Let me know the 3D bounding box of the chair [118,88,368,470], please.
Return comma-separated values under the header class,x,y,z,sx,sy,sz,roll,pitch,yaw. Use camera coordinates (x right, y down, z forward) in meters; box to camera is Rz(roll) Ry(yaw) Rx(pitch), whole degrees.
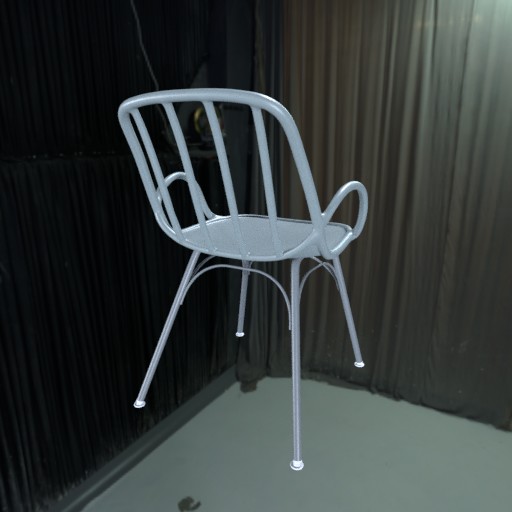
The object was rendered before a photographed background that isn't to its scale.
class,x,y,z,sx,sy,sz,roll,pitch,yaw
chair,0.000,0.000,1.218,0.549,0.816,0.597,9,18,28
